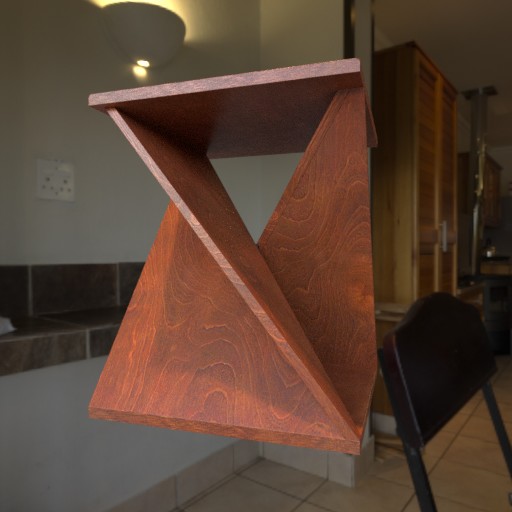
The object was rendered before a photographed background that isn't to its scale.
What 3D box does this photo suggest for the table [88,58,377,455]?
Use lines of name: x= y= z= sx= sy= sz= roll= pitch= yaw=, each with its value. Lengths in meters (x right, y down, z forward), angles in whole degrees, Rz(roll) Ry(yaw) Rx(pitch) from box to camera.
table: x=0.000 y=0.000 z=0.849 sx=0.427 sy=0.520 sz=0.427 roll=0 pitch=0 yaw=18
